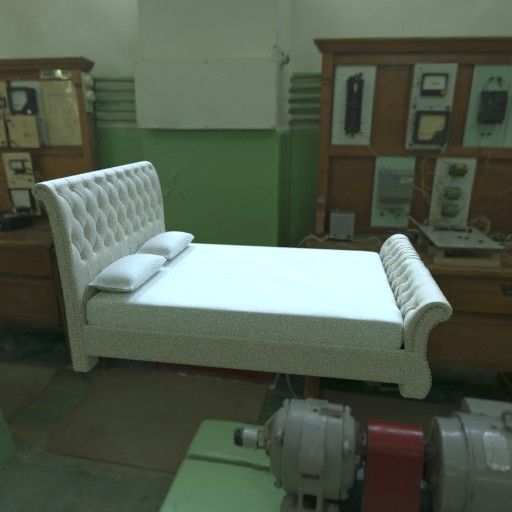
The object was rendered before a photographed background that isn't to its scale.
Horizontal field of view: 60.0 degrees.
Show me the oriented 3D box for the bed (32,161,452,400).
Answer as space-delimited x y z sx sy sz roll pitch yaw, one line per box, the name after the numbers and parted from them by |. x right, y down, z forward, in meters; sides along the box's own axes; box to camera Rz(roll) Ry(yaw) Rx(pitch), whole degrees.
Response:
0.000 0.000 3.401 2.493 1.268 1.606 3 17 9 | bed
